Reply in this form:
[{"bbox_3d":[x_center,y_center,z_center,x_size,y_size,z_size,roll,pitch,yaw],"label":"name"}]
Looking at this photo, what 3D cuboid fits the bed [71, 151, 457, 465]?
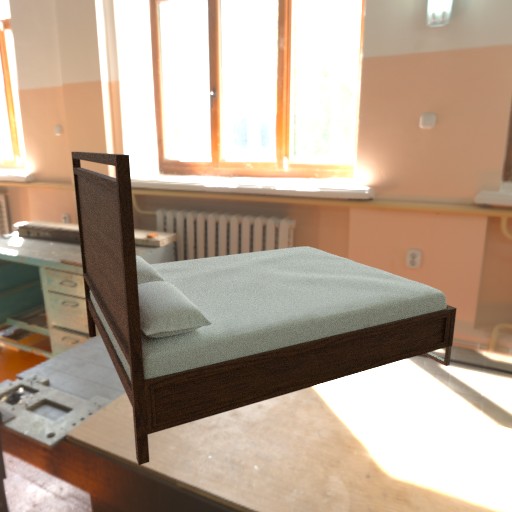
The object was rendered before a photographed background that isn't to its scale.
[{"bbox_3d":[0.000,0.000,3.256,2.218,1.487,1.765,-7,15,-27],"label":"bed"}]
